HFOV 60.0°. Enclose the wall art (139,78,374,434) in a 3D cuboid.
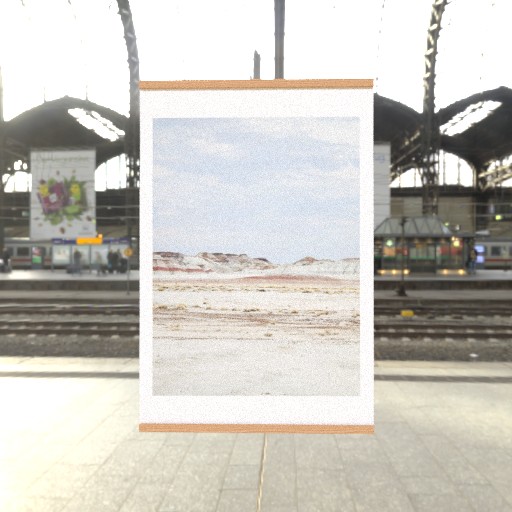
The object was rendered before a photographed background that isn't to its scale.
[{"bbox_3d":[0.000,0.000,1.917,1.011,1.521,0.025,0,0,1],"label":"wall art"}]
